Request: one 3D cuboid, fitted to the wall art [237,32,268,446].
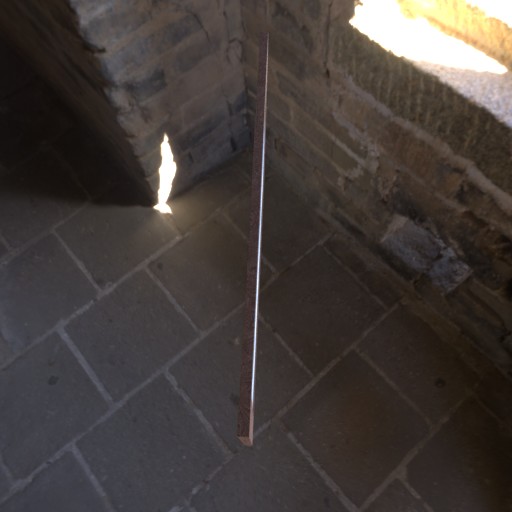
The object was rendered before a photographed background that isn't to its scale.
[{"bbox_3d":[0.000,0.000,1.179,0.019,0.626,0.917,2,66,1],"label":"wall art"}]
